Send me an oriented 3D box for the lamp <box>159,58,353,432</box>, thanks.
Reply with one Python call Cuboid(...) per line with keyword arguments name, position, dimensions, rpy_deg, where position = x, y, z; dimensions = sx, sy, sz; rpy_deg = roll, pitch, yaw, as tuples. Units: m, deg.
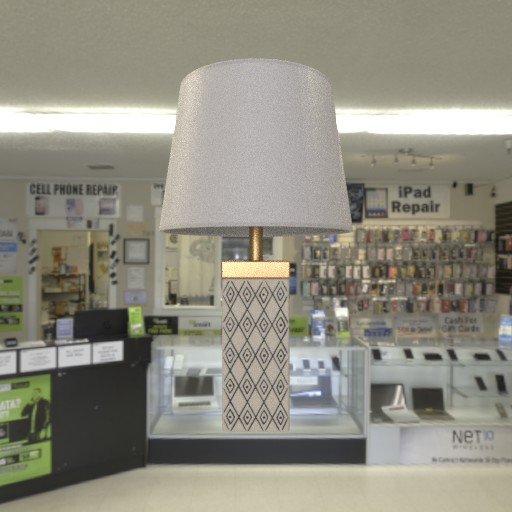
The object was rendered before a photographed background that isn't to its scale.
Cuboid(name="lamp", position=(0.000, 0.000, 0.587), dimensions=(0.251, 0.435, 0.251), rpy_deg=(0, 0, 0))
